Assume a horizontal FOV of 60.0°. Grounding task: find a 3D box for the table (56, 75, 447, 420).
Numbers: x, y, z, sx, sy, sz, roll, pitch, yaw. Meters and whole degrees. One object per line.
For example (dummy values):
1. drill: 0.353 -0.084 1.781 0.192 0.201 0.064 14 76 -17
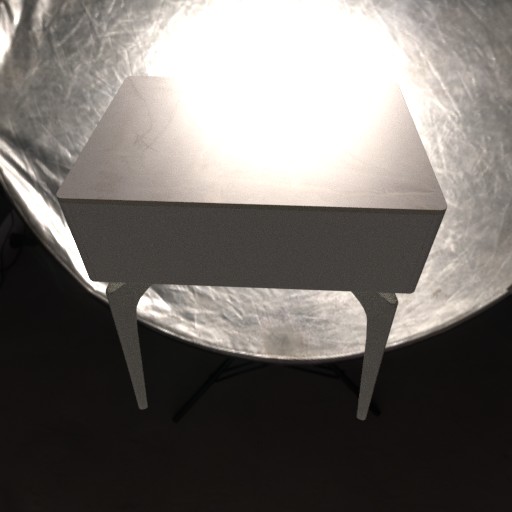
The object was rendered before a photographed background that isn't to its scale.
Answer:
1. table: 0.000 0.000 0.895 0.500 0.570 0.400 2 45 2
